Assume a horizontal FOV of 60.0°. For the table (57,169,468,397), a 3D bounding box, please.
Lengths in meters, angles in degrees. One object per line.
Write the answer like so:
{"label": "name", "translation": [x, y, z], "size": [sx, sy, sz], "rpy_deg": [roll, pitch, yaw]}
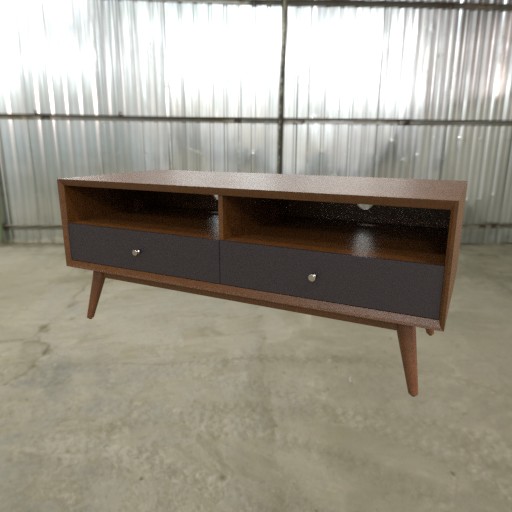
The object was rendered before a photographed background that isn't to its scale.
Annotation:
{"label": "table", "translation": [0.000, 0.000, 1.367], "size": [1.119, 0.464, 0.490], "rpy_deg": [7, 16, 26]}
